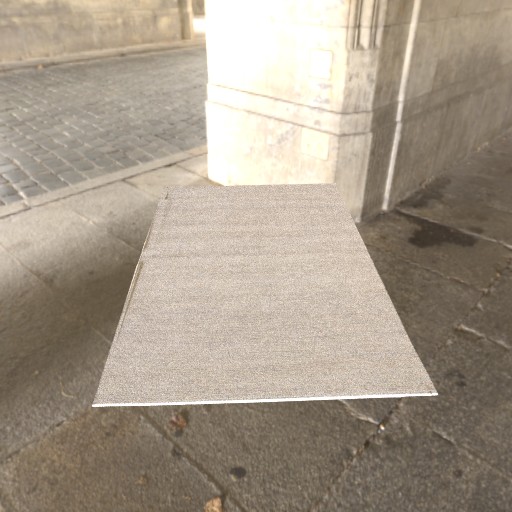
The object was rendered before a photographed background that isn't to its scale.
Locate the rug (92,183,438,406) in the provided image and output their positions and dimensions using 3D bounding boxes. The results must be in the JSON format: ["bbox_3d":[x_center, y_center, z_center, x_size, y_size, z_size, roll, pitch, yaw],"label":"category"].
[{"bbox_3d":[0.000,0.000,2.264,1.179,0.022,1.820,-1,33,-2],"label":"rug"}]
